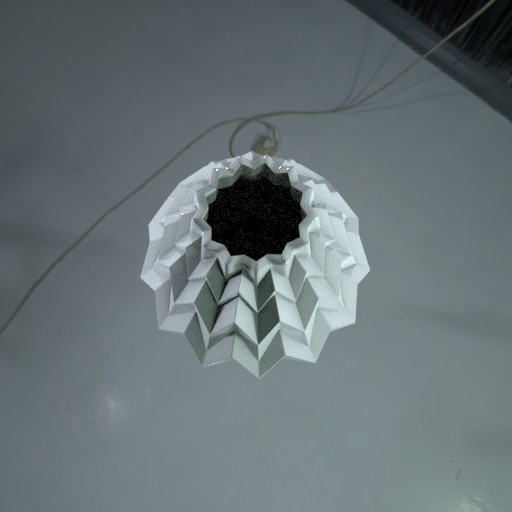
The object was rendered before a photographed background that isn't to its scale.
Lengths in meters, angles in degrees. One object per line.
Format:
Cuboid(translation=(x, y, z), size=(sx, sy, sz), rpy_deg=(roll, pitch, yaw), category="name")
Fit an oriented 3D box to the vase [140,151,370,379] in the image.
Cuboid(translation=(0.000, 0.000, 0.310), size=(0.164, 0.185, 0.164), rpy_deg=(0, 75, 0), category="vase")
